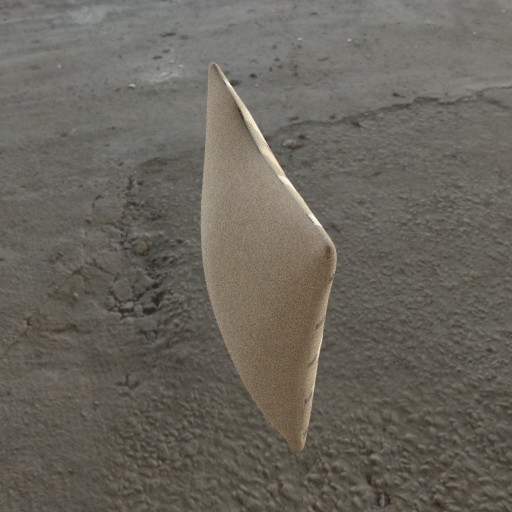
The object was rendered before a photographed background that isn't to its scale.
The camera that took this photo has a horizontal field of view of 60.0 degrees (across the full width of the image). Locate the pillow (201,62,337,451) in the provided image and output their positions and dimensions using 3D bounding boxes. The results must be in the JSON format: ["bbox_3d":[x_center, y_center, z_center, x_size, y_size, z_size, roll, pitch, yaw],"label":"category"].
[{"bbox_3d":[0.000,0.000,0.866,0.192,0.558,0.578,-13,48,-12],"label":"pillow"}]
